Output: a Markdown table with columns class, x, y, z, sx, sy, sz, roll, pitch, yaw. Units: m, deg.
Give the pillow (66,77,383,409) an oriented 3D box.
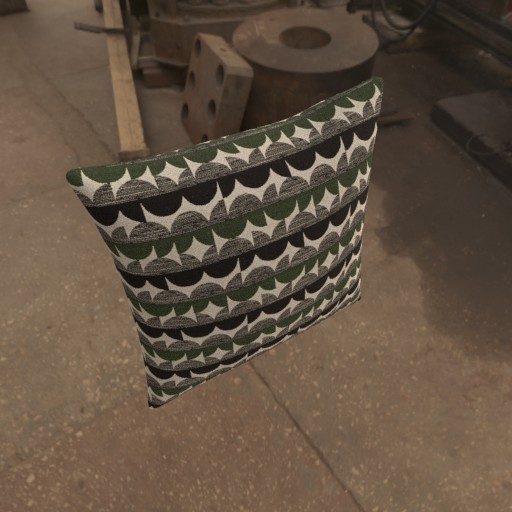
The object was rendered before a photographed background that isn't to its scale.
| class | x | y | z | sx | sy | sz | roll | pitch | yaw |
| --- | --- | --- | --- | --- | --- | --- | --- | --- | --- |
| pillow | 0.000 | 0.000 | 0.632 | 0.419 | 0.404 | 0.180 | -24 | 51 | -21 |
